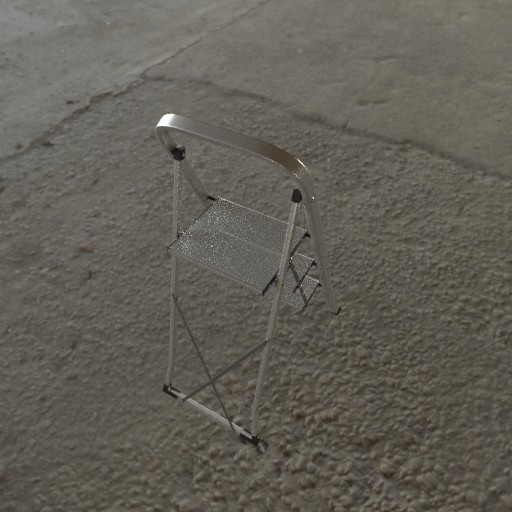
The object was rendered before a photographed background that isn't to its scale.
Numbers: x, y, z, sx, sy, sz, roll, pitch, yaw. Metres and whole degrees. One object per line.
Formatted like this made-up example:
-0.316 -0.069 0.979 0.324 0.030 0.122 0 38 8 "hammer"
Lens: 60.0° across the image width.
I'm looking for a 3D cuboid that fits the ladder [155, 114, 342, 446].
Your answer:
0.000 0.000 1.433 0.465 1.070 0.704 23 50 20 "ladder"
